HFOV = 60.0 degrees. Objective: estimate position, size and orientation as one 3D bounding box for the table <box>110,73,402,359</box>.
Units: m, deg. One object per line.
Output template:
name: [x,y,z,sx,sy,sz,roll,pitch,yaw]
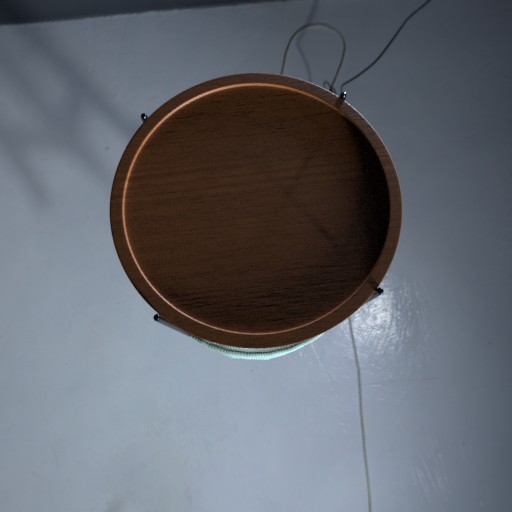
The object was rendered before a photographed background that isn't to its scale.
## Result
table: [0.000,0.000,0.883,0.400,0.623,0.400,-7,76,-2]
